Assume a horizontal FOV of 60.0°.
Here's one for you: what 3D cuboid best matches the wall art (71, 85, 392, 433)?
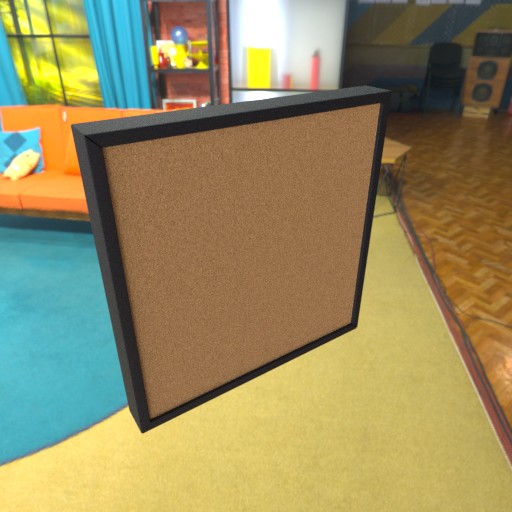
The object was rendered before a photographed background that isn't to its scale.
[{"bbox_3d":[0.000,0.000,0.462,0.305,0.305,0.037,-18,35,-29],"label":"wall art"}]
